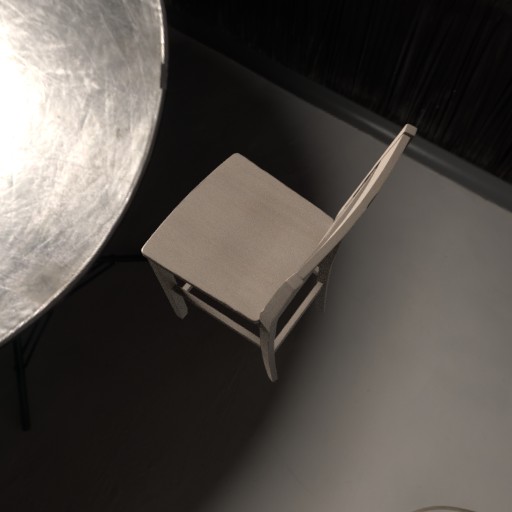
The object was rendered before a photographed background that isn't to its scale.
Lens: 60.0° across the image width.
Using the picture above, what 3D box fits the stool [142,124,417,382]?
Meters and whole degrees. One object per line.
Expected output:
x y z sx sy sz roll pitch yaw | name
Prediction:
0.000 0.000 1.402 0.539 1.079 0.462 34 68 16 | stool
